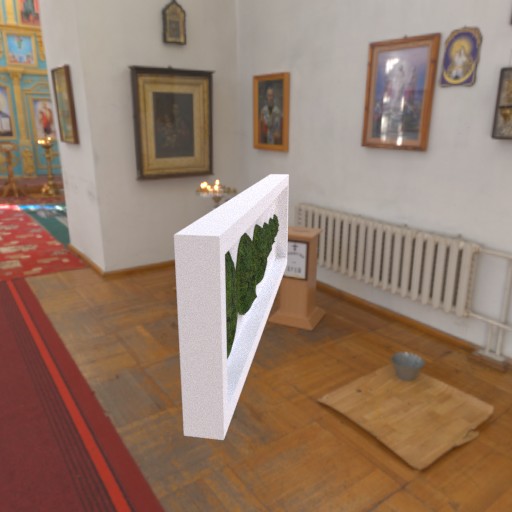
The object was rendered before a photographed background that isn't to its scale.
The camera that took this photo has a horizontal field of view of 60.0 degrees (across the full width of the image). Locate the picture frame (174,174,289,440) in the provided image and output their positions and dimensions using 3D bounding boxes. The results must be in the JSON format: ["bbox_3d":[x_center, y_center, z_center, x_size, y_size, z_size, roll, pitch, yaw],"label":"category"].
[{"bbox_3d":[0.000,0.000,0.862,0.050,0.250,0.759,3,16,9],"label":"picture frame"}]
